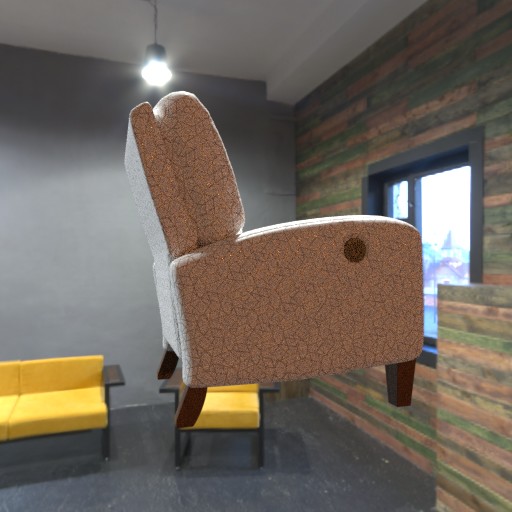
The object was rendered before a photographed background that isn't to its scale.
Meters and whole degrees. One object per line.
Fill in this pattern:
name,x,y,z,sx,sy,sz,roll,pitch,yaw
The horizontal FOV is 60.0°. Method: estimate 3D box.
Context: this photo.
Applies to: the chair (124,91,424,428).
chair,0.000,0.000,1.767,0.995,1.064,0.796,0,-1,-18
